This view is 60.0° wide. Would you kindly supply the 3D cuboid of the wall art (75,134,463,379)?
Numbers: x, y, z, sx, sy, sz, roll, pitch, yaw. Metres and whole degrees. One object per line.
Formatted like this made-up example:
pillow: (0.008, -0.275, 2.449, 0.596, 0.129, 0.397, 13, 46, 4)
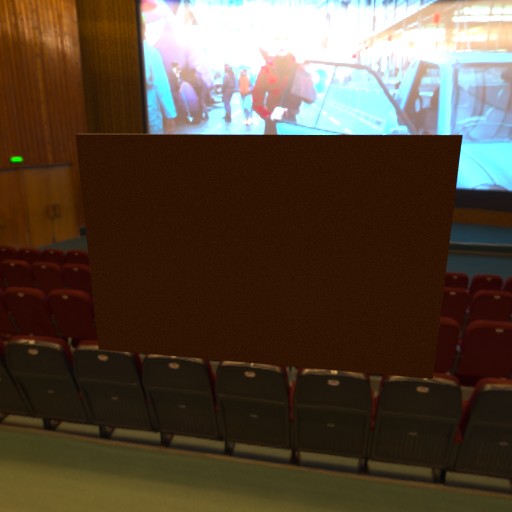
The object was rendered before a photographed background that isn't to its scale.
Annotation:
wall art: (0.000, 0.000, 1.152, 0.932, 0.610, 0.027, 3, 16, 9)
